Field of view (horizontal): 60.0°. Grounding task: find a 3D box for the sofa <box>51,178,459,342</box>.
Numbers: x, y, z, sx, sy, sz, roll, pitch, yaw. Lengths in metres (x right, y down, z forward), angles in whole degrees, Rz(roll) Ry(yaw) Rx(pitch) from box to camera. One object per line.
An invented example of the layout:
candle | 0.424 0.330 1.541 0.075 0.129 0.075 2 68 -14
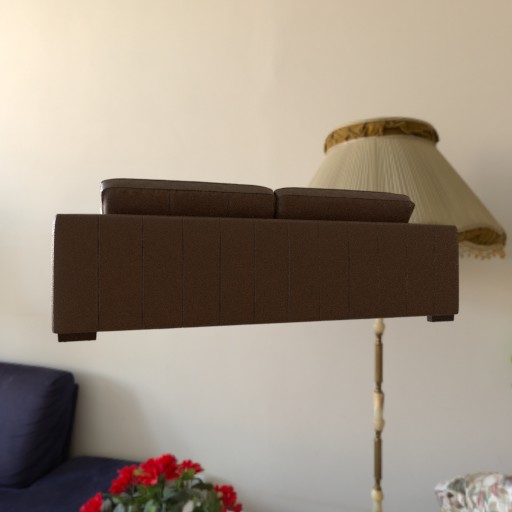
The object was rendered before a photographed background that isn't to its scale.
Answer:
sofa | 0.000 0.000 2.819 2.262 0.801 1.070 0 0 -18
